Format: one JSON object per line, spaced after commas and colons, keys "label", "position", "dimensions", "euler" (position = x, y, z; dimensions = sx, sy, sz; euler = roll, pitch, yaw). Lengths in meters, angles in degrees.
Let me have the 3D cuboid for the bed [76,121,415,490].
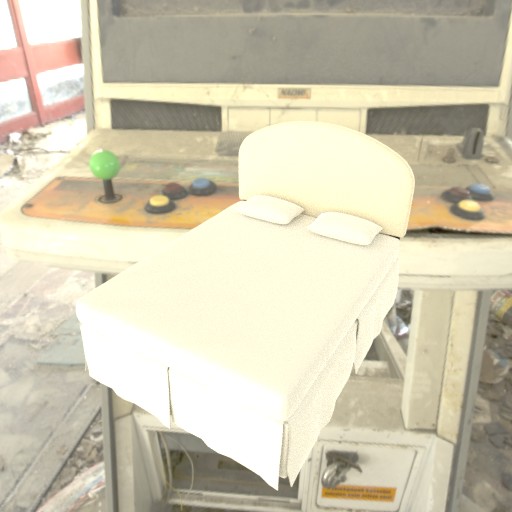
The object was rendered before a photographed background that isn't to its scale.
{"label": "bed", "position": [0.000, 0.000, 3.039], "dimensions": [1.607, 1.410, 2.005], "euler": [17, 34, 27]}
